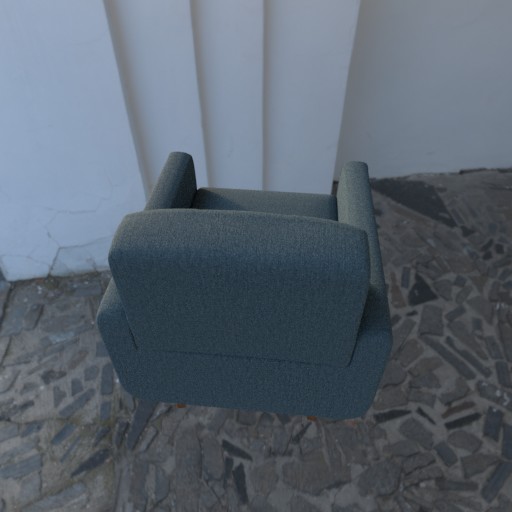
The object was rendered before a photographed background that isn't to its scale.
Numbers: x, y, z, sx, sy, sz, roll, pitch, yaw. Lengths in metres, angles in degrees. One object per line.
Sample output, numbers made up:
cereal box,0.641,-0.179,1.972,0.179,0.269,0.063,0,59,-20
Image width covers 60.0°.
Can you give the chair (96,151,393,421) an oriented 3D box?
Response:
chair,0.000,0.000,1.679,0.880,0.940,0.964,4,44,4
